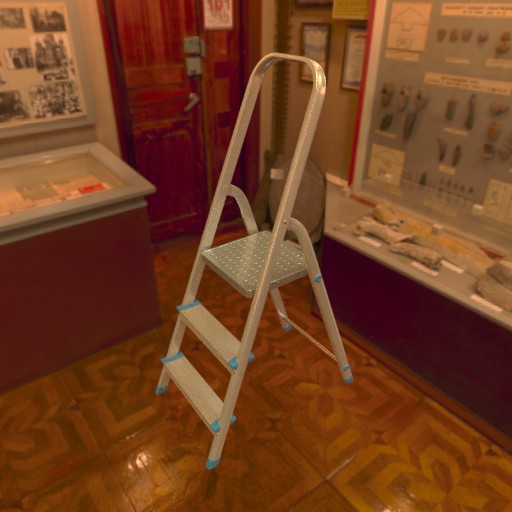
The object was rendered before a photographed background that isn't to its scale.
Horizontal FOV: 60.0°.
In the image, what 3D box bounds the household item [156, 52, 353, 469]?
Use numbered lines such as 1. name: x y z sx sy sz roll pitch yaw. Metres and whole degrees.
1. household item: 0.000 0.000 1.478 0.687 1.215 0.420 -20 36 -30
